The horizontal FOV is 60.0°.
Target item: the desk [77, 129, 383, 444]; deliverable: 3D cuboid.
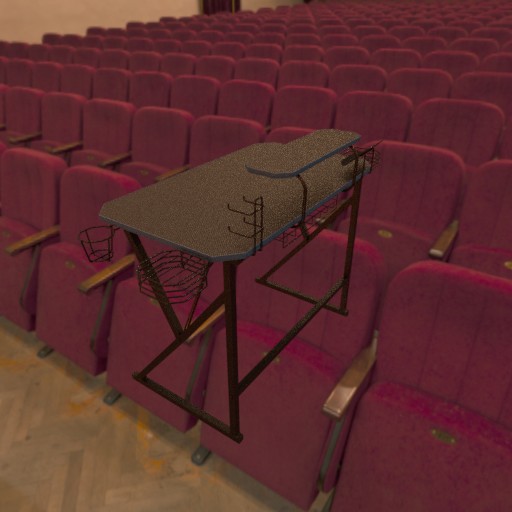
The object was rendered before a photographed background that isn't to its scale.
[{"bbox_3d":[0.000,0.000,1.712,0.594,0.909,1.295,19,35,30],"label":"desk"}]
